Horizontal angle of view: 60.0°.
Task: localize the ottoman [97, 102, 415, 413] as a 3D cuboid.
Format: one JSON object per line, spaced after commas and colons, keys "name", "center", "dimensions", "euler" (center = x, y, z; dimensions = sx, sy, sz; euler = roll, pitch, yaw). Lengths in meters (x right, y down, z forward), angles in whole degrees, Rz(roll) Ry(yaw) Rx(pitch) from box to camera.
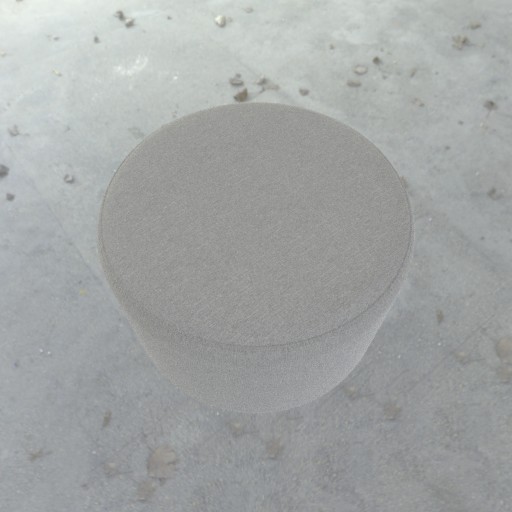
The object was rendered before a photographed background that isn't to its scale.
{"name": "ottoman", "center": [0.000, 0.000, 0.990], "dimensions": [0.608, 0.433, 0.608], "euler": [0, 57, 0]}
